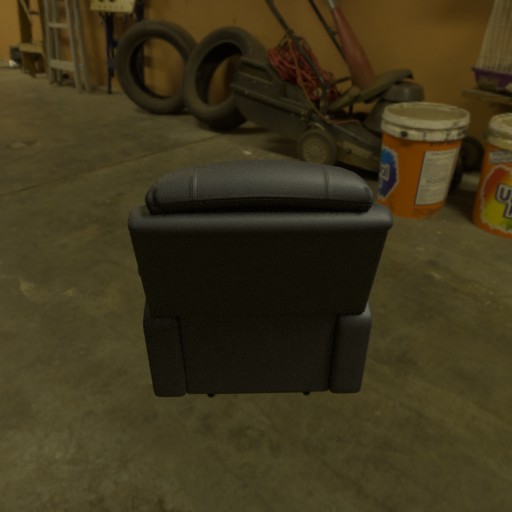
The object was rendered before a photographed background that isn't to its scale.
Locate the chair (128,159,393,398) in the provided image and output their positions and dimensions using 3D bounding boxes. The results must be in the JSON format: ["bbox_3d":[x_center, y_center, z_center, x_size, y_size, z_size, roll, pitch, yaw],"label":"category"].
[{"bbox_3d":[0.000,0.000,1.711,0.855,0.992,0.919,-1,31,-1],"label":"chair"}]
